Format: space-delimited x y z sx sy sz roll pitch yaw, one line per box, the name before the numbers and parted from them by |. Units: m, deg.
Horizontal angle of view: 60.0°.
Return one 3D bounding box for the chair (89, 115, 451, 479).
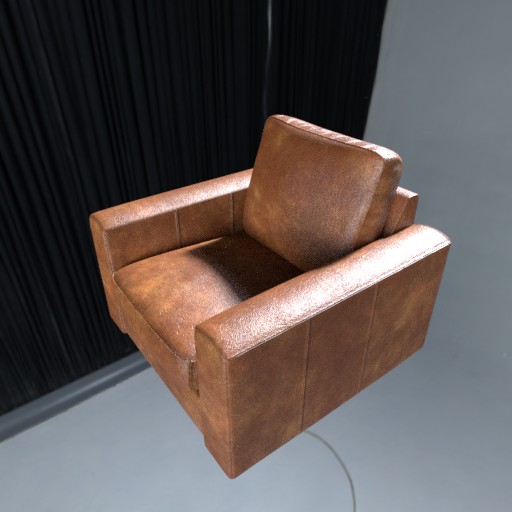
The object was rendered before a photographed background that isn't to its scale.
chair | 0.000 0.000 1.730 1.016 0.873 1.005 -22 38 -30
